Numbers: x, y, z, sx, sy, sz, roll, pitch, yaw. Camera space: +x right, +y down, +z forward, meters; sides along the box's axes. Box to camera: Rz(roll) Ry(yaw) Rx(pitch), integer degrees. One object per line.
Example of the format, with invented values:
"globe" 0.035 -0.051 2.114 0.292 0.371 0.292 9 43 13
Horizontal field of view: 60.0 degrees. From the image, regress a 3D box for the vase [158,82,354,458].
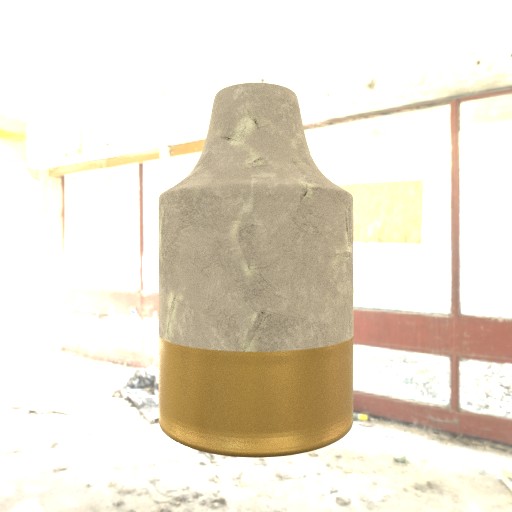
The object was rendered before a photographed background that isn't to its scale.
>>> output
"vase" 0.000 0.000 0.427 0.184 0.305 0.184 0 1 0
